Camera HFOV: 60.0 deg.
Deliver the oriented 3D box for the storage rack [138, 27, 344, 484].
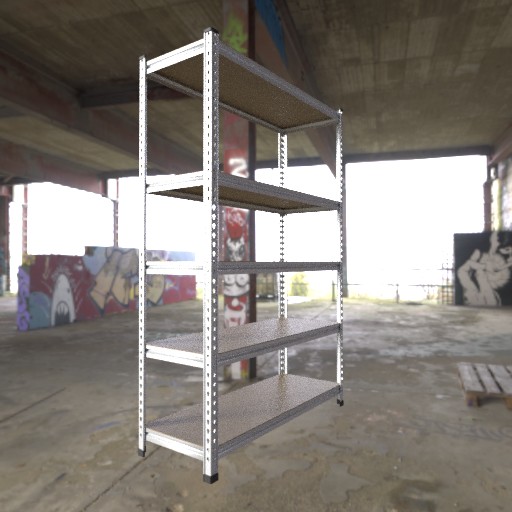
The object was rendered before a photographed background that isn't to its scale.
[{"bbox_3d":[0.000,0.000,2.394,0.457,1.829,1.219,-1,-1,36],"label":"storage rack"}]
